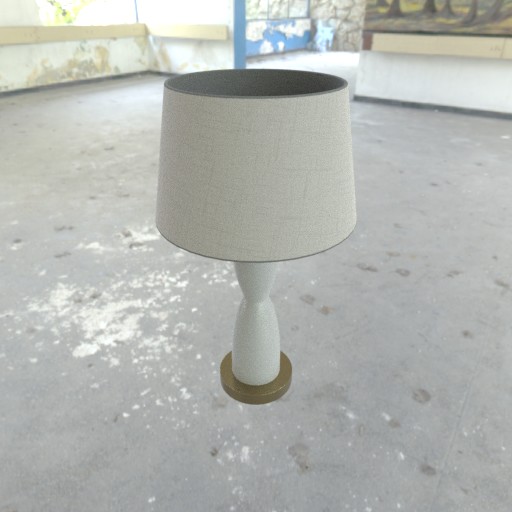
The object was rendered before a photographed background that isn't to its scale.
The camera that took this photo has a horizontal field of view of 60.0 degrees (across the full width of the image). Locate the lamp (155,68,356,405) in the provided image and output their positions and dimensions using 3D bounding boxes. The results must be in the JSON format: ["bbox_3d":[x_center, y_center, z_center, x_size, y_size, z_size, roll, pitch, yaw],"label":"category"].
[{"bbox_3d":[0.000,0.000,0.732,0.309,0.545,0.309,0,30,0],"label":"lamp"}]
